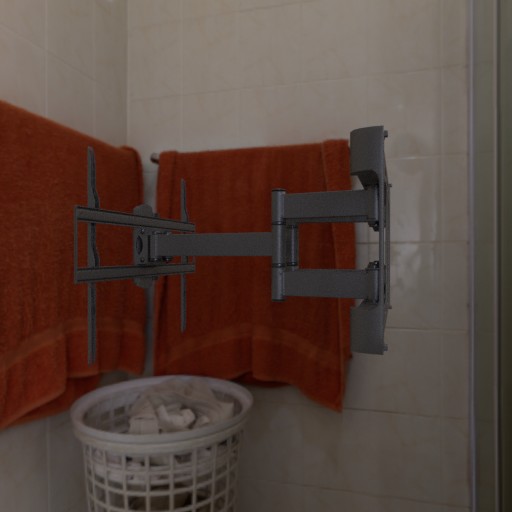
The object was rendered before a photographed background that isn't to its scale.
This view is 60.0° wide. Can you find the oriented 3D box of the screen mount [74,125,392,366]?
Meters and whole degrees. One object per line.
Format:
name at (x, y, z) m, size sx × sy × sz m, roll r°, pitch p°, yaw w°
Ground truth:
screen mount at (0.000, 0.000, 0.957) m, size 0.556 × 0.424 × 0.571 m, roll 0°, pitch 0°, yaw 18°
